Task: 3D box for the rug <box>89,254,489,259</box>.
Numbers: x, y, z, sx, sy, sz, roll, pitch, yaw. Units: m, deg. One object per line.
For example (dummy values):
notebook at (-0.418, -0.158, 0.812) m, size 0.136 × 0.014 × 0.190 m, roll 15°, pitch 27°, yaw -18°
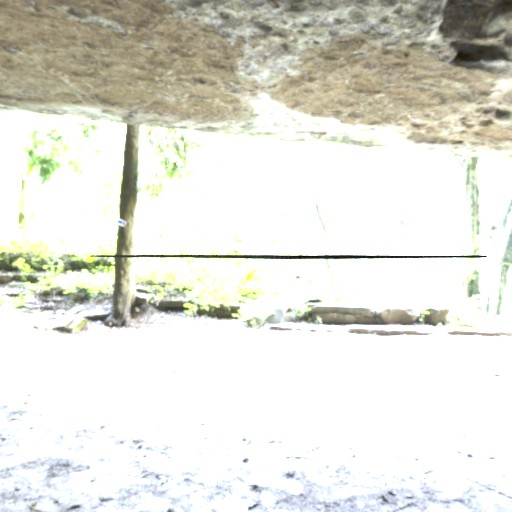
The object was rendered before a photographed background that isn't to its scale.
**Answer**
rug at (0.000, 0.000, 3.059) m, size 1.538 × 0.021 × 2.443 m, roll 0°, pitch 0°, yaw -37°
